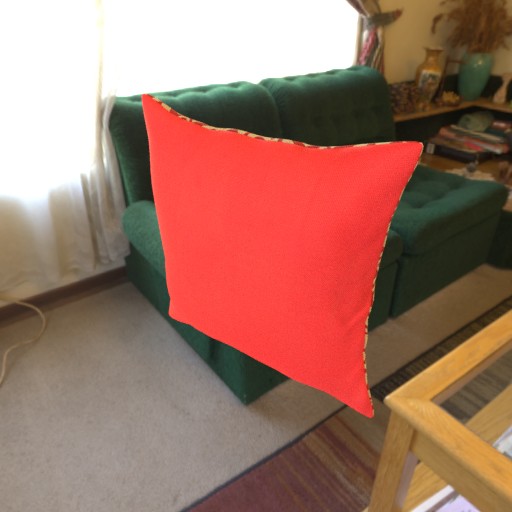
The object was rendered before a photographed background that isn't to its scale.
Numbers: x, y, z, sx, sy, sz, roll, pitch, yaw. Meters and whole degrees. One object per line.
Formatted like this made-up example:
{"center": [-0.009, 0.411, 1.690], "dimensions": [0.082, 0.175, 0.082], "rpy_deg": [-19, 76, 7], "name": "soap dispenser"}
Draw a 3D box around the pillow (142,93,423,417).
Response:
{"center": [0.000, 0.000, 0.806], "dimensions": [0.522, 0.507, 0.192], "rpy_deg": [21, 36, 31], "name": "pillow"}
